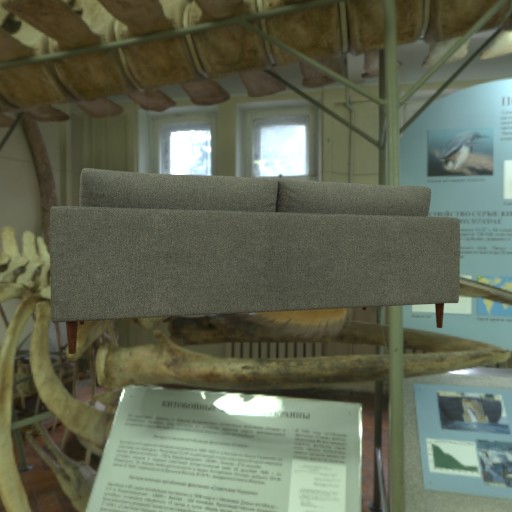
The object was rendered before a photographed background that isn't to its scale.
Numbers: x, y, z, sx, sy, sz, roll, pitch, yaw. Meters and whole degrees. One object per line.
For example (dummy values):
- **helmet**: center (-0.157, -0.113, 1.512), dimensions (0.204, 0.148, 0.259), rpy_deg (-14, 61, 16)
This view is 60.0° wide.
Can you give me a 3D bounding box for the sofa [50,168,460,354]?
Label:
- **sofa**: center (0.000, 0.000, 2.755), dimensions (2.250, 0.868, 1.020), rpy_deg (0, 1, -19)
